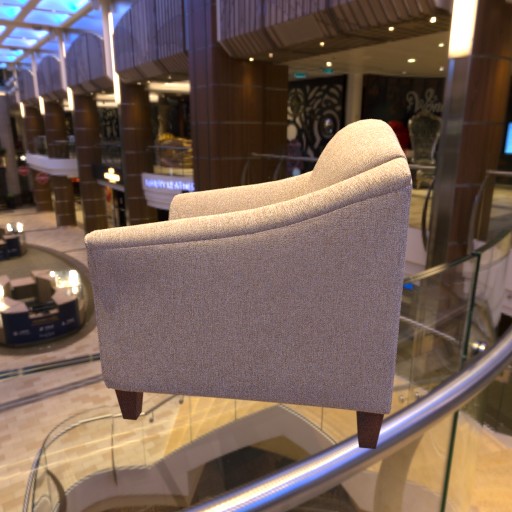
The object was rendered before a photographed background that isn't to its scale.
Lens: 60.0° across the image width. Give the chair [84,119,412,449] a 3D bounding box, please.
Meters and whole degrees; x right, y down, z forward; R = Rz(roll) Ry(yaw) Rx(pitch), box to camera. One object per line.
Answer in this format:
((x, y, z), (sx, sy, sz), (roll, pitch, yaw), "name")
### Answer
((0.000, 0.000, 1.426), (0.787, 0.839, 0.763), (2, 16, 8), "chair")
